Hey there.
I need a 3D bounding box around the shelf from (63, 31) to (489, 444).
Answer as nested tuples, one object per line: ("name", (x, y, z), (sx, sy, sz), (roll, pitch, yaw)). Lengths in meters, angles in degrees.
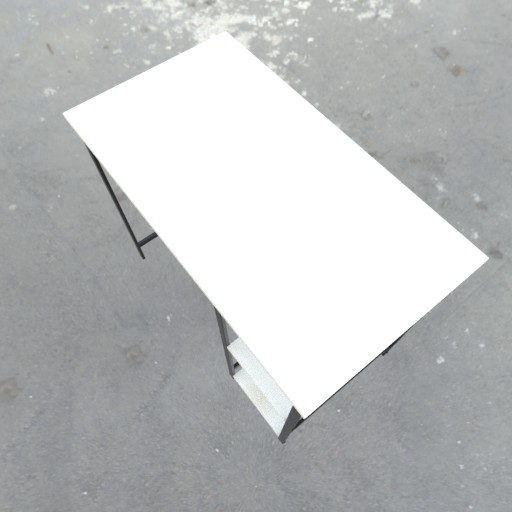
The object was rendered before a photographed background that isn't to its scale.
("shelf", (0.000, 0.000, 1.326), (0.498, 0.750, 0.902), (-35, 68, -17))
